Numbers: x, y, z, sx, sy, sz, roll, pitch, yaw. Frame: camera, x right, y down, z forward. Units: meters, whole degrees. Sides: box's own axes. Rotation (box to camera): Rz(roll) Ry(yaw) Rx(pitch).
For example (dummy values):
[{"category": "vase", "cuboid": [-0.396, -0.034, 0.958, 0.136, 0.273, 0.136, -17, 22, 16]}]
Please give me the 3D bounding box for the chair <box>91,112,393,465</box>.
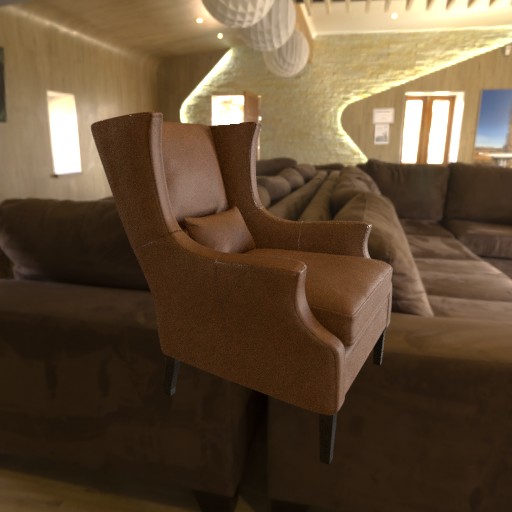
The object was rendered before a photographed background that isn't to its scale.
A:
[{"category": "chair", "cuboid": [0.000, 0.000, 1.685, 0.925, 1.016, 0.852, 7, 16, 26]}]
